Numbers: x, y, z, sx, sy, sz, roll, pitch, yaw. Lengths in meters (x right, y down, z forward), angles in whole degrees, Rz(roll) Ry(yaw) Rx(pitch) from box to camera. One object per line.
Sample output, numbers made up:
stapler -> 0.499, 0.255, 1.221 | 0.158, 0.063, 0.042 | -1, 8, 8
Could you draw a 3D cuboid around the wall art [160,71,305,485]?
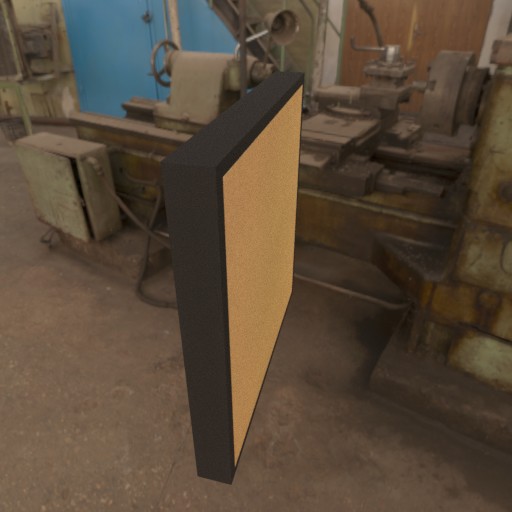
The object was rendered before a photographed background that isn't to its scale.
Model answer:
wall art -> 0.000, 0.000, 0.453 | 0.033, 0.304, 0.305 | 8, 33, 12
